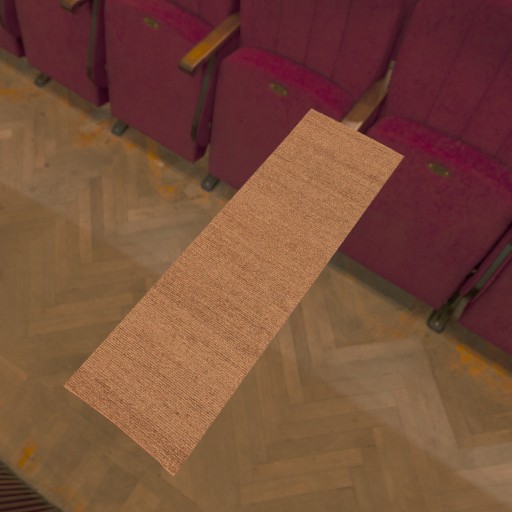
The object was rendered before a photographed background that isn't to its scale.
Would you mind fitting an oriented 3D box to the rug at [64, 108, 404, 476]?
[{"bbox_3d":[0.000,0.000,2.635,0.741,0.014,2.390,33,68,15],"label":"rug"}]
